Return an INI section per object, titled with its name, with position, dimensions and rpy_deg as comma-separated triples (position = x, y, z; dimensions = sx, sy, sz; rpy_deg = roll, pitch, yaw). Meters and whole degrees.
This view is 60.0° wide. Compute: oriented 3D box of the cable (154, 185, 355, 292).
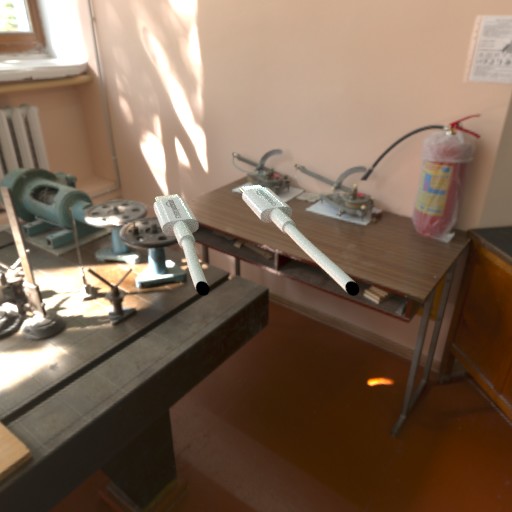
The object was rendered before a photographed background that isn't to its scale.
[cable]
position = 0.000, 0.000, 0.114
dimensions = 0.041, 0.005, 0.098
rpy_deg = -9, 29, -17
